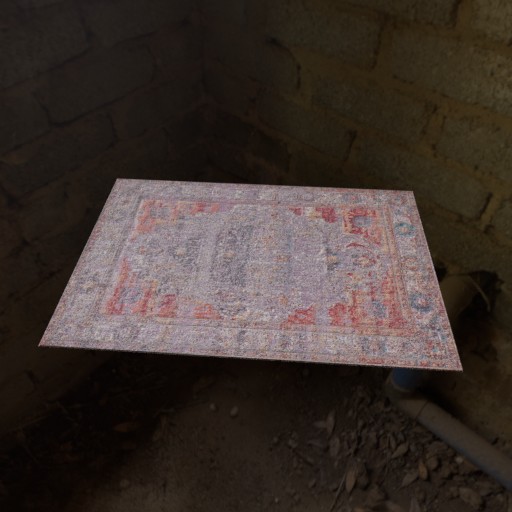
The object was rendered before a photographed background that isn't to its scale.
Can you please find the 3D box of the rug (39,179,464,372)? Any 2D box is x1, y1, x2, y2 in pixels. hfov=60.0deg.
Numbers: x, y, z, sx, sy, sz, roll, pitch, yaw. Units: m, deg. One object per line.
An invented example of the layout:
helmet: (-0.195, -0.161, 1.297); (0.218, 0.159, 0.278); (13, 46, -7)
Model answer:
rug: (0.000, 0.000, 2.319); (1.829, 0.005, 1.219); (3, 46, 3)
